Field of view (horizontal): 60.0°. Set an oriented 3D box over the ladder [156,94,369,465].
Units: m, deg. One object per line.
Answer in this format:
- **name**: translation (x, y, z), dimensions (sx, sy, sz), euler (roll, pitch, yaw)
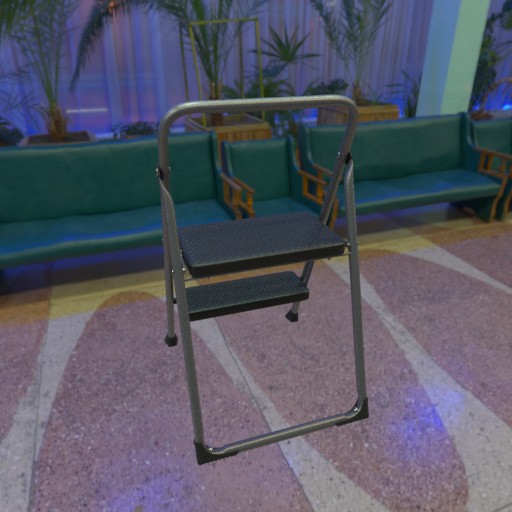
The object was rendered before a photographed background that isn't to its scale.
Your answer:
- **ladder**: translation (0.000, 0.000, 1.037), dimensions (0.430, 0.720, 0.472), euler (-9, 28, -16)
